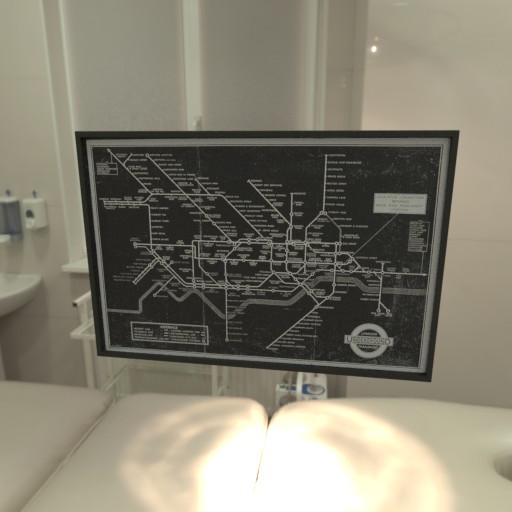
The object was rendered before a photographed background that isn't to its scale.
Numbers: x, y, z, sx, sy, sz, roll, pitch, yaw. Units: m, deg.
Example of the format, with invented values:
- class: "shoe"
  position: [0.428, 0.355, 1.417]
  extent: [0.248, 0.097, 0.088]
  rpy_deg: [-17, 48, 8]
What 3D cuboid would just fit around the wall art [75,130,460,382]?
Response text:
- class: "wall art"
  position: [0.000, 0.000, 0.554]
  extent: [0.443, 0.301, 0.021]
  rpy_deg: [2, 15, 9]
